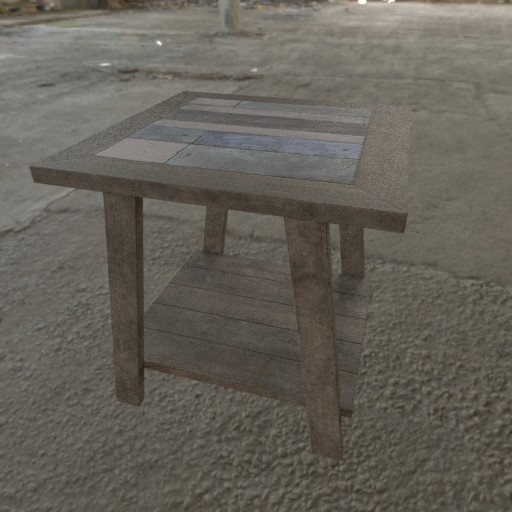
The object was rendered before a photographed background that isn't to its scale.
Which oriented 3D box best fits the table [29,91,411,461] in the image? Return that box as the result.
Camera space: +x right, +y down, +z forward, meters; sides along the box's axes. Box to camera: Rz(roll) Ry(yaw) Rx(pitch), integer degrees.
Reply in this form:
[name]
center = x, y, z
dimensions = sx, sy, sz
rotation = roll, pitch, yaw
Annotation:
[table]
center = 0.000, 0.000, 1.075
dimensions = 0.610, 0.610, 0.610
rotation = 9, 33, 14
